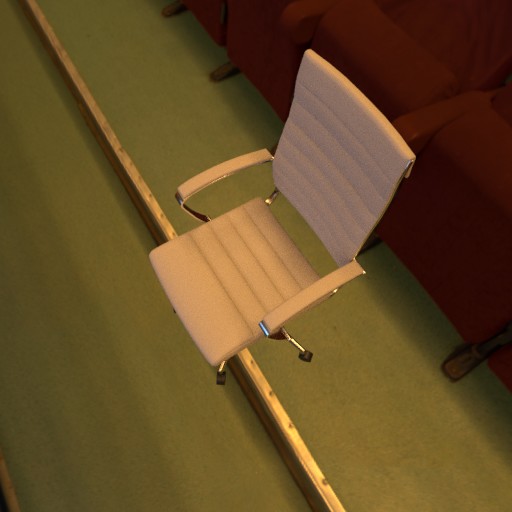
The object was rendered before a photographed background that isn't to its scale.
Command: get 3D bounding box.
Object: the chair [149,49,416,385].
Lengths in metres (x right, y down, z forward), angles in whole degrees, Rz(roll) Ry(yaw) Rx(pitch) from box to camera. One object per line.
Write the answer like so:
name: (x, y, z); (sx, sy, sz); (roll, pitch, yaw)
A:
chair: (0.000, 0.000, 1.562); (0.667, 1.149, 0.679); (-29, 67, -13)
